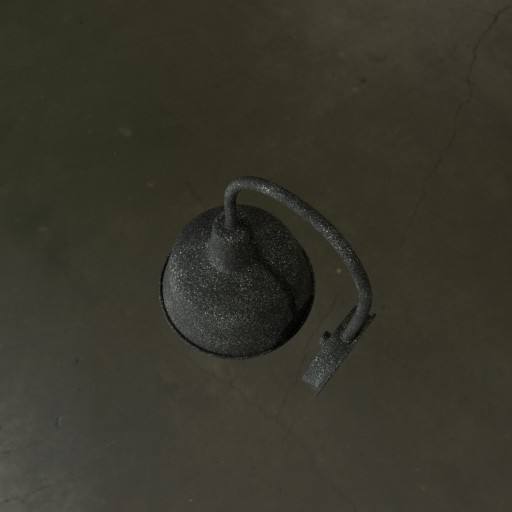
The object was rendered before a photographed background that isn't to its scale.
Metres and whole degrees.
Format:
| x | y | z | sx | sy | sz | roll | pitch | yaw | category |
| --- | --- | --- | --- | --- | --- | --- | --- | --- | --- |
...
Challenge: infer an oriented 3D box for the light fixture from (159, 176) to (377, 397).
| x | y | z | sx | sy | sz | roll | pitch | yaw | category |
| --- | --- | --- | --- | --- | --- | --- | --- | --- | --- |
| 0.000 | 0.000 | 0.495 | 0.283 | 0.300 | 0.216 | 36 | 69 | 17 | light fixture |
